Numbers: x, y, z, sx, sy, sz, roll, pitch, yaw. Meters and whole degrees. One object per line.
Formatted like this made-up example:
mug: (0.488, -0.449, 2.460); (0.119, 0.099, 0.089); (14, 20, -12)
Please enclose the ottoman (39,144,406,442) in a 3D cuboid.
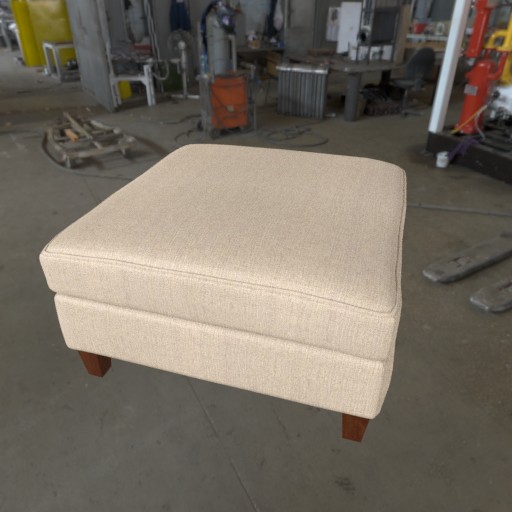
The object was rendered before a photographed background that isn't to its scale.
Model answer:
ottoman: (0.000, 0.000, 1.350); (0.838, 0.481, 0.838); (9, 33, 14)
